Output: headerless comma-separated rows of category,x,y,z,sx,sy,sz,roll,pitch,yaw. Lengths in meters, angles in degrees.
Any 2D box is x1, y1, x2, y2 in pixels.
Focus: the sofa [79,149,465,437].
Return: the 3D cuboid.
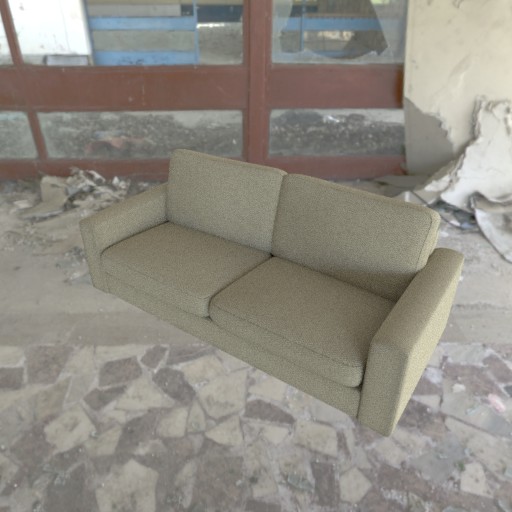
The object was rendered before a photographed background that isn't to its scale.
sofa,0.000,0.000,2.733,2.179,0.873,1.016,20,36,29
